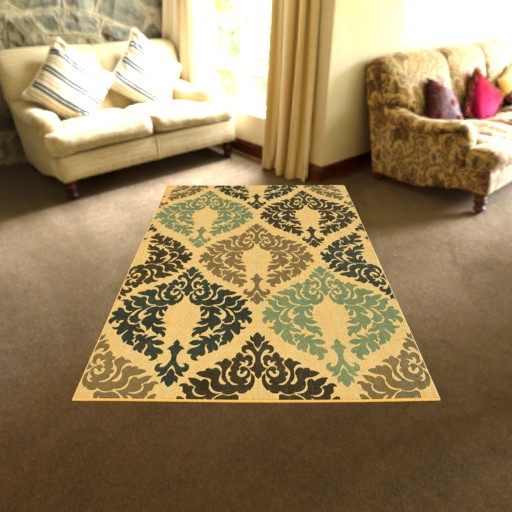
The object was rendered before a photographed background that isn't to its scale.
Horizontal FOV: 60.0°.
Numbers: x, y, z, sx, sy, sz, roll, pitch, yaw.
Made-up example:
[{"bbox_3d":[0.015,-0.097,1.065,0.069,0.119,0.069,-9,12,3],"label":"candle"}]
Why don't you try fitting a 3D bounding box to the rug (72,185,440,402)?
[{"bbox_3d":[0.000,0.000,2.777,1.514,0.014,2.275,0,31,0],"label":"rug"}]
